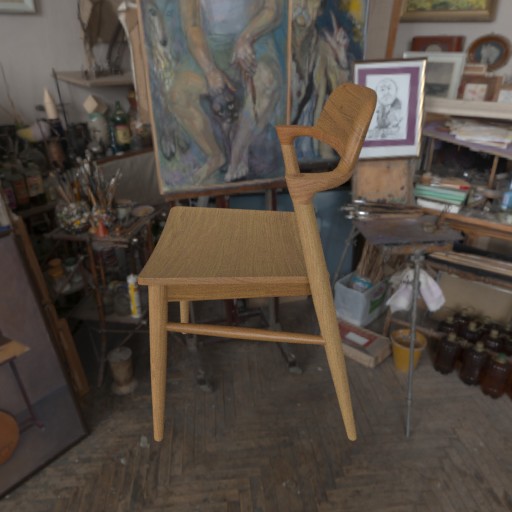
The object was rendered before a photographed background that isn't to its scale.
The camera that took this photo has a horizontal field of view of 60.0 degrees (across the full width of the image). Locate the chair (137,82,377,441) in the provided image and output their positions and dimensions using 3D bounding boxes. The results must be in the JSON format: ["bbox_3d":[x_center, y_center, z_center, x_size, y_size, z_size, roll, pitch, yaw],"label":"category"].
[{"bbox_3d":[0.000,0.000,1.111,0.499,0.792,0.512,0,27,0],"label":"chair"}]
